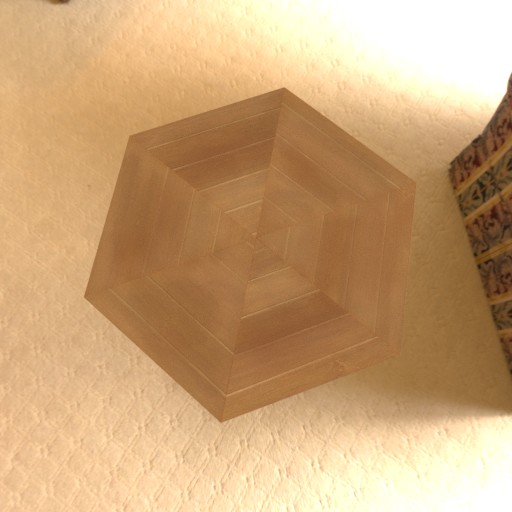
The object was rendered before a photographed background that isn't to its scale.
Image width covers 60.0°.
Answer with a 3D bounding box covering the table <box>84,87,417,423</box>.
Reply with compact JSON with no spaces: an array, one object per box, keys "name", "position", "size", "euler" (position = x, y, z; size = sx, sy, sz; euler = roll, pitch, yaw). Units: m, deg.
[{"name":"table","position":[0.000,0.000,1.668],"size":[1.154,0.456,1.000],"euler":[39,79,10]}]
